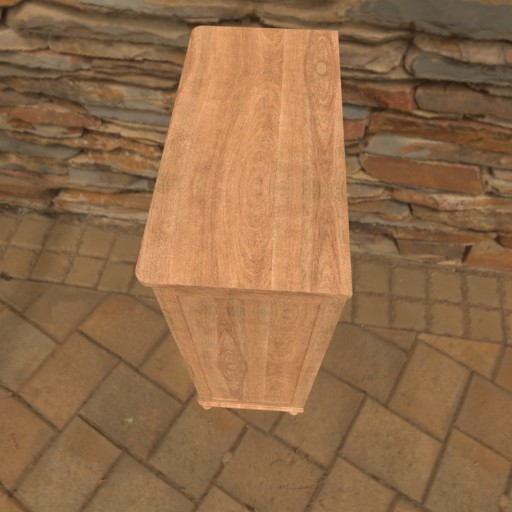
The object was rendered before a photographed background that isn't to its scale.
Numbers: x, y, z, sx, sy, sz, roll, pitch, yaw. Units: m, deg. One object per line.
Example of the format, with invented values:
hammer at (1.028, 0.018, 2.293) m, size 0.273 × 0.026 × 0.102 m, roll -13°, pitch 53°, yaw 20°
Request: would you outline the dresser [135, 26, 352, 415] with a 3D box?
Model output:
dresser at (0.000, 0.000, 1.782) m, size 0.484 × 1.318 × 0.973 m, roll 3°, pitch 59°, yaw 2°
